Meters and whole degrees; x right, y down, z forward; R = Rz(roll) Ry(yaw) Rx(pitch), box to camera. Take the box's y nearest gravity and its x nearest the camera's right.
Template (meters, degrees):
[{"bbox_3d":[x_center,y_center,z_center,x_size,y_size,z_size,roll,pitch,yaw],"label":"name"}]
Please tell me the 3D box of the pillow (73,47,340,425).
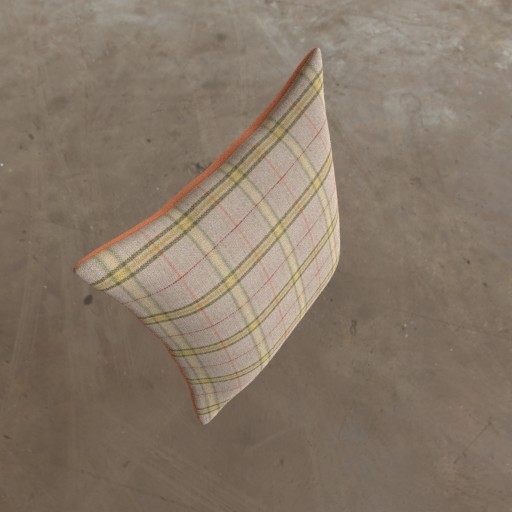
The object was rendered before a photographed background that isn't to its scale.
[{"bbox_3d":[0.000,0.000,0.696,0.200,0.430,0.453,32,64,18],"label":"pillow"}]
